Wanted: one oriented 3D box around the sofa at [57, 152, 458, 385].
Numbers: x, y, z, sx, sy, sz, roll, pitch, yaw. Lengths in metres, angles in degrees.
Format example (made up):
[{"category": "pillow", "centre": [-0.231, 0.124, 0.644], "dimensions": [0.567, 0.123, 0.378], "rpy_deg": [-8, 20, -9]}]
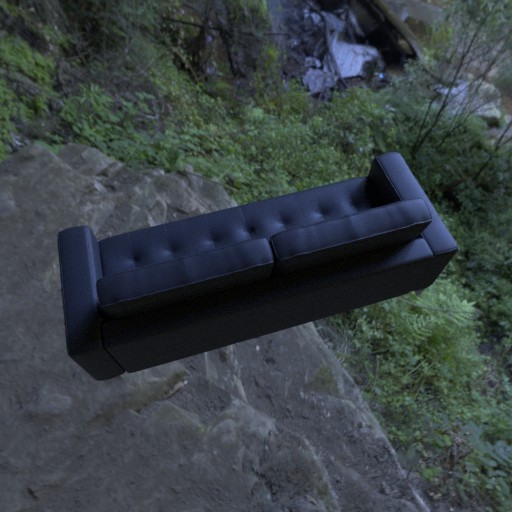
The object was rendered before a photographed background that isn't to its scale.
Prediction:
[{"category": "sofa", "centre": [0.000, 0.000, 2.771], "dimensions": [2.275, 0.893, 0.833], "rpy_deg": [-15, 60, -8]}]
